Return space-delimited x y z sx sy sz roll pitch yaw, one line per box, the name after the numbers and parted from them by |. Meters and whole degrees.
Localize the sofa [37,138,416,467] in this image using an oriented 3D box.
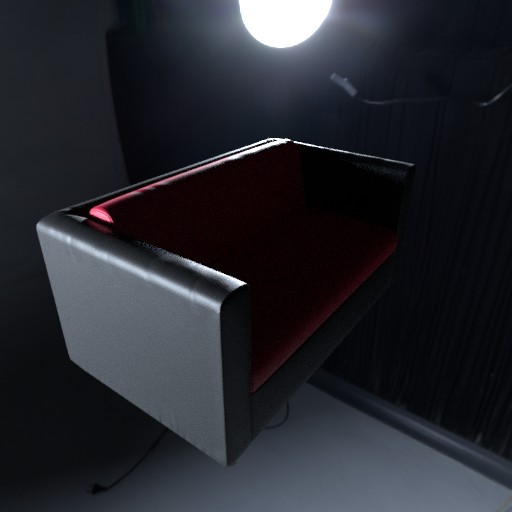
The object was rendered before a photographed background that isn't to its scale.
0.000 0.000 1.920 0.845 0.735 1.410 19 34 31 | sofa
